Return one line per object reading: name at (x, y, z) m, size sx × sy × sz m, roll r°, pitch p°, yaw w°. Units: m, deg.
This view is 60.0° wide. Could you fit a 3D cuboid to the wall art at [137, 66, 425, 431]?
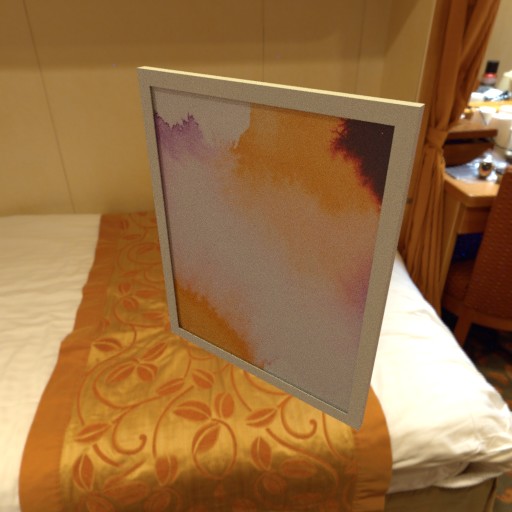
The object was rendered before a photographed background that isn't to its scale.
wall art at (0.000, 0.000, 1.096) m, size 0.661 × 0.811 × 0.026 m, roll 20°, pitch 37°, yaw 29°
